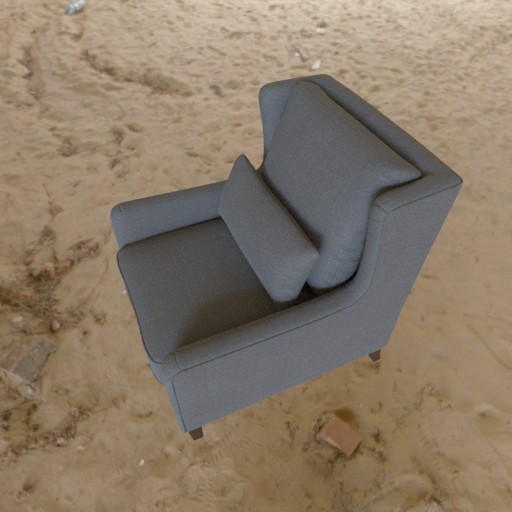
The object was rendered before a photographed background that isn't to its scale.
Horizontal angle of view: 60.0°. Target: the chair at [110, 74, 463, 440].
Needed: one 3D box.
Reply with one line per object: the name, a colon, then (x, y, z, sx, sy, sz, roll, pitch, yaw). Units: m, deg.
chair: (0.000, 0.000, 1.785, 1.040, 1.056, 0.866, -18, 49, -17)
